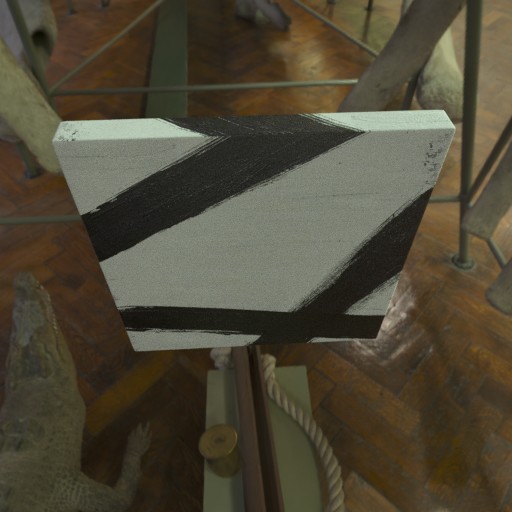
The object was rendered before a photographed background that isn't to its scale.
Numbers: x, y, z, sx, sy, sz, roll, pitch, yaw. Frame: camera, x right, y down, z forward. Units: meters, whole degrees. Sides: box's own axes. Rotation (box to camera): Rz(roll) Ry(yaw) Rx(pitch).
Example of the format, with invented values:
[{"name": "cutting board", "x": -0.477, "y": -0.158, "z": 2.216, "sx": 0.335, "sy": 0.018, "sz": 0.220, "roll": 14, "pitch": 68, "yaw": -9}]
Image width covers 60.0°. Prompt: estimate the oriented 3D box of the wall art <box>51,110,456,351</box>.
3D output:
[{"name": "wall art", "x": 0.000, "y": 0.000, "z": 0.756, "sx": 0.507, "sy": 0.508, "sz": 0.050, "roll": -2, "pitch": 48, "yaw": -2}]
